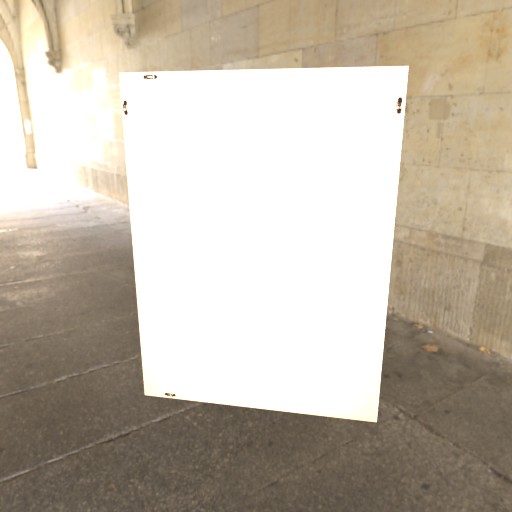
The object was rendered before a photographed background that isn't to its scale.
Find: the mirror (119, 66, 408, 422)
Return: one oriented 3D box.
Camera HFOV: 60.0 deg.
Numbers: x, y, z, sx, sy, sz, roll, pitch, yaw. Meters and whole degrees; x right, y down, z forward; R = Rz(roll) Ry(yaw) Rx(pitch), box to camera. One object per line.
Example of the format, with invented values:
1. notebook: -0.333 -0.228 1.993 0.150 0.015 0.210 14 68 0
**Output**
1. mirror: 0.000 0.000 1.306 0.762 1.016 0.040 3 17 10
